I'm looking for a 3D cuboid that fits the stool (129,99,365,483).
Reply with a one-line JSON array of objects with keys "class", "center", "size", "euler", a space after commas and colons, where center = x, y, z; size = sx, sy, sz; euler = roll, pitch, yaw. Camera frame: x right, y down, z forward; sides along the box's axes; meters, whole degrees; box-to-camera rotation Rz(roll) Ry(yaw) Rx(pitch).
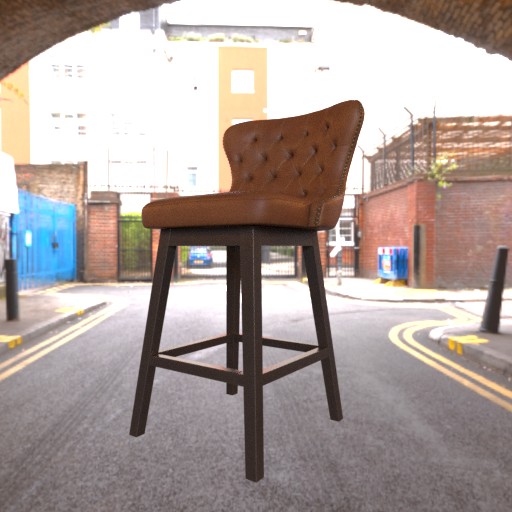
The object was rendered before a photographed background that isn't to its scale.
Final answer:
[{"class": "stool", "center": [0.000, 0.000, 1.316], "size": [0.528, 0.971, 0.593], "euler": [1, 1, 36]}]
